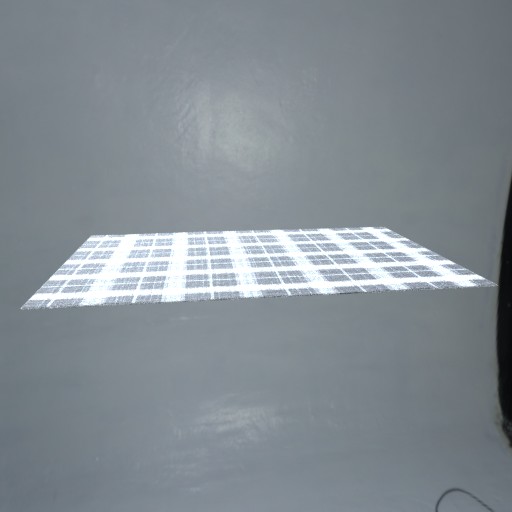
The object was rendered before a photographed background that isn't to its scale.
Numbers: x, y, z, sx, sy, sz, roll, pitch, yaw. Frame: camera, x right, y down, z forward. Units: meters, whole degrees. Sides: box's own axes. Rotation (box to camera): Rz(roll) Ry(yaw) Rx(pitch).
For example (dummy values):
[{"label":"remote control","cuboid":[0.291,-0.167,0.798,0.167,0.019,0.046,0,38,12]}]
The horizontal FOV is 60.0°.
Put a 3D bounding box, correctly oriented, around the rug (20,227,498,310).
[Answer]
[{"label":"rug","cuboid":[0.000,0.000,2.946,2.434,0.015,1.520,-2,16,-7]}]
